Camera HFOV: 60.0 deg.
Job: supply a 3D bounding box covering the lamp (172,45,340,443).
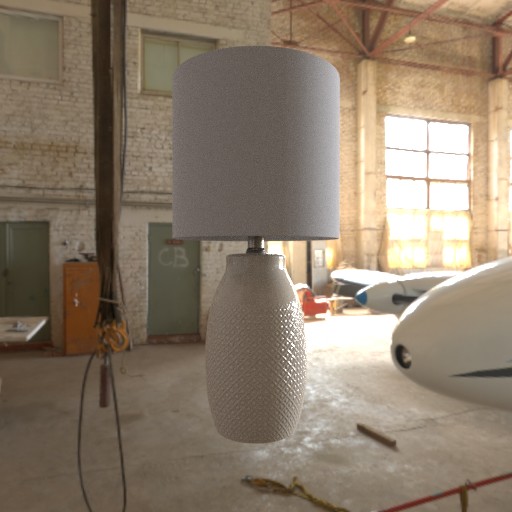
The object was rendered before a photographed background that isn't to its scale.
[{"bbox_3d":[0.000,0.000,0.585,0.217,0.453,0.217,0,0,19],"label":"lamp"}]
